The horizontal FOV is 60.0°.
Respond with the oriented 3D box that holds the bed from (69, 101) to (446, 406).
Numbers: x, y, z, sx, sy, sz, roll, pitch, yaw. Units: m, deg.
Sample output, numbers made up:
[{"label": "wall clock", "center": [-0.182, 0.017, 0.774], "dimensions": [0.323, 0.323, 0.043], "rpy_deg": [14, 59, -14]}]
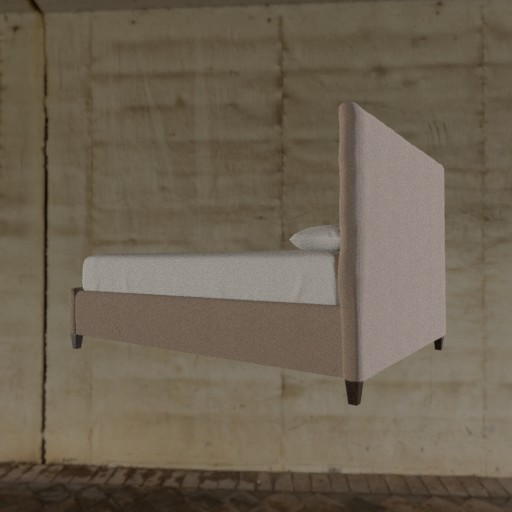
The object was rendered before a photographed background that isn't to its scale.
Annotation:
[{"label": "bed", "center": [0.000, 0.000, 3.412], "dimensions": [2.387, 1.427, 1.698], "rpy_deg": [-1, -1, 36]}]
